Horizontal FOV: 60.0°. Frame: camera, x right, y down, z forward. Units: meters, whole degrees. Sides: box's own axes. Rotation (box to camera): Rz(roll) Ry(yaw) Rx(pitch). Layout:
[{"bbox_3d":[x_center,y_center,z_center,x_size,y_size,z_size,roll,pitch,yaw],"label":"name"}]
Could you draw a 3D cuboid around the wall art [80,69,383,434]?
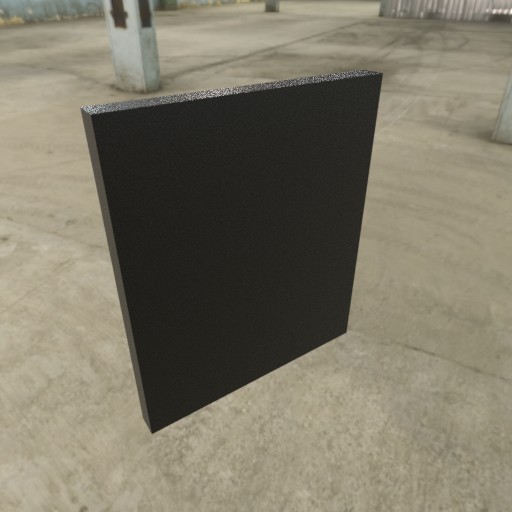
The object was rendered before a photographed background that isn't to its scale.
[{"bbox_3d":[0.000,0.000,0.526,0.325,0.380,0.028,-20,37,-29],"label":"wall art"}]
